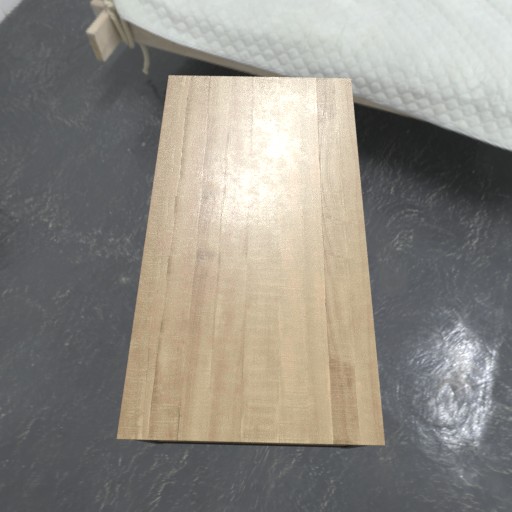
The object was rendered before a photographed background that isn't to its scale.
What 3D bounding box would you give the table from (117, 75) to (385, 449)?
[{"bbox_3d":[0.000,0.000,1.349,0.574,0.393,1.062,1,65,1],"label":"table"}]
